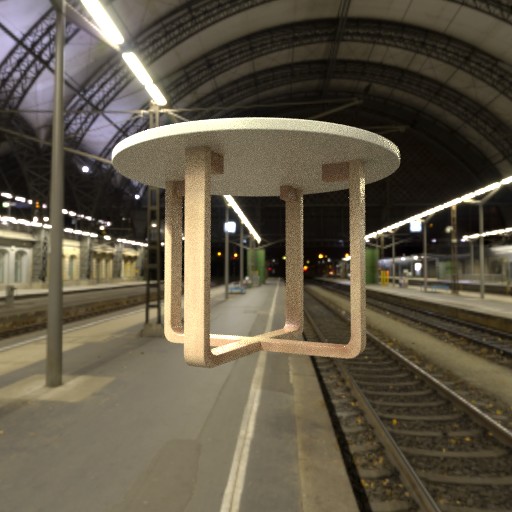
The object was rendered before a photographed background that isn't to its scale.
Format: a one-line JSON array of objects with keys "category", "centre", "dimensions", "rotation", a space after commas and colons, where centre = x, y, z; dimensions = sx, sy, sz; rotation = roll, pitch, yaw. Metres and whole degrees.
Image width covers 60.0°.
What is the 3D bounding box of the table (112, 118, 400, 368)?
[{"category": "table", "centre": [0.000, 0.000, 0.964], "dimensions": [0.600, 0.400, 0.600], "rotation": [0, -2, 0]}]
